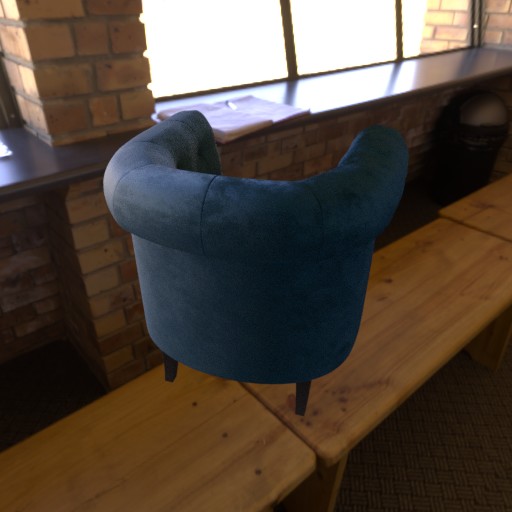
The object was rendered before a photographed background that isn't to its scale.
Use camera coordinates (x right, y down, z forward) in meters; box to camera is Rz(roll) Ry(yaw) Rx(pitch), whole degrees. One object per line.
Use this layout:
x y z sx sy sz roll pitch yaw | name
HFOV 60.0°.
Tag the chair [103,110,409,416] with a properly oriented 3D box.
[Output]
0.000 0.000 1.551 0.904 0.826 0.851 9 33 15 | chair
